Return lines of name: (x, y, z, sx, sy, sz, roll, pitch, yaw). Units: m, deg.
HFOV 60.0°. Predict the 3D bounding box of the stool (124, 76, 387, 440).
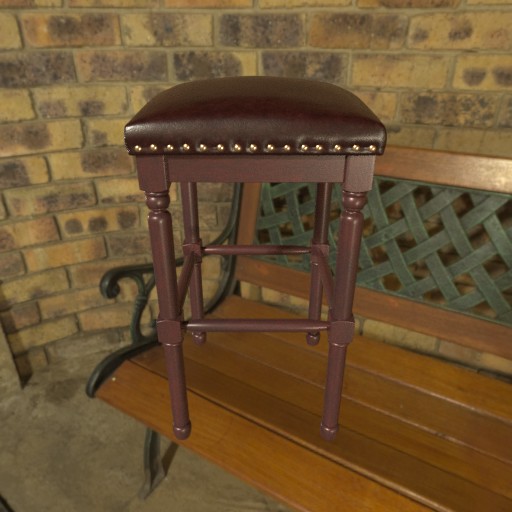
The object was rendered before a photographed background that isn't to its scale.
stool: (0.000, 0.000, 0.934, 0.382, 0.702, 0.383, 0, 27, 0)
